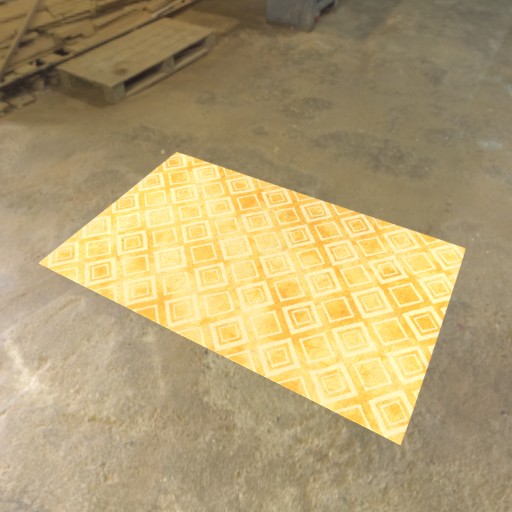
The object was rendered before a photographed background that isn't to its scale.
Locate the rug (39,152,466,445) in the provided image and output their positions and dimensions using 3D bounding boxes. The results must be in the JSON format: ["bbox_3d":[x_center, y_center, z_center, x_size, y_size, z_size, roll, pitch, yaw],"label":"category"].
[{"bbox_3d":[0.000,0.000,2.960,2.424,0.010,1.511,22,50,20],"label":"rug"}]
